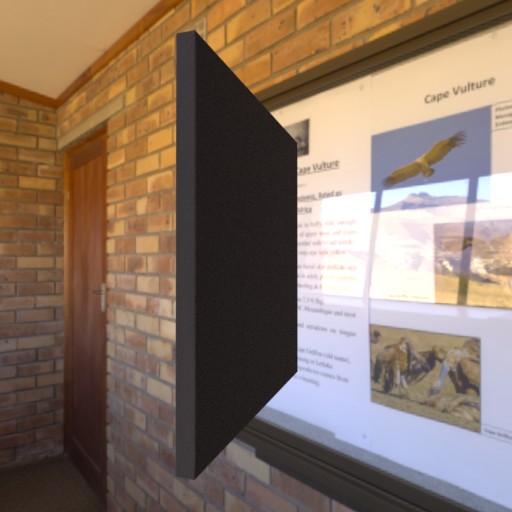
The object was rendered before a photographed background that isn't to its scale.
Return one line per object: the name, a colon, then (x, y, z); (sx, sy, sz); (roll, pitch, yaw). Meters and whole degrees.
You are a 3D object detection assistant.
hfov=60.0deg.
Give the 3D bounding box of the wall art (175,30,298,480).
wall art: (0.000, 0.000, 0.445); (0.015, 0.303, 0.304); (0, -1, 18)
